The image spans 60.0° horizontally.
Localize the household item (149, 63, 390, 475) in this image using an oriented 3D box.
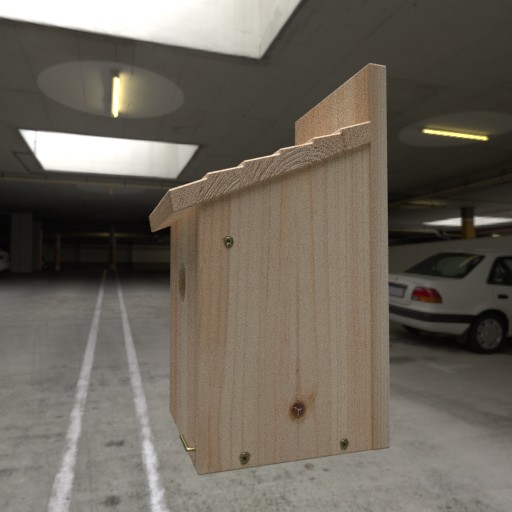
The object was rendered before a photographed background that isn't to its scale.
[{"bbox_3d":[0.000,0.000,0.389,0.171,0.300,0.149,1,-2,-18],"label":"household item"}]
